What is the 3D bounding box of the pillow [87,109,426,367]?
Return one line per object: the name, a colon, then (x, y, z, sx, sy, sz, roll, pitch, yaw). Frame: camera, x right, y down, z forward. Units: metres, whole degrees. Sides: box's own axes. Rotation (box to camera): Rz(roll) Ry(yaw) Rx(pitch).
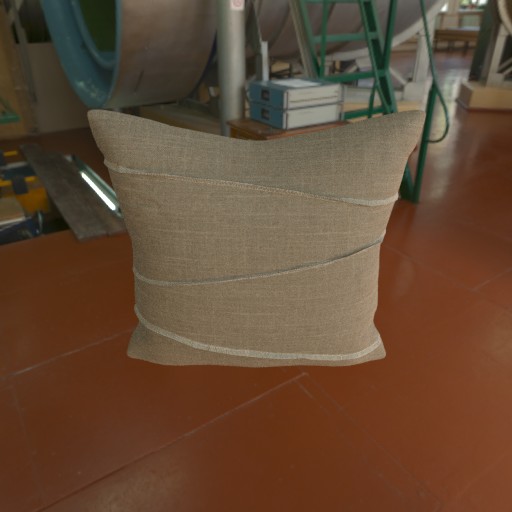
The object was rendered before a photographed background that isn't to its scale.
pillow: (0.000, 0.000, 0.628, 0.424, 0.400, 0.169, 0, 30, 0)
